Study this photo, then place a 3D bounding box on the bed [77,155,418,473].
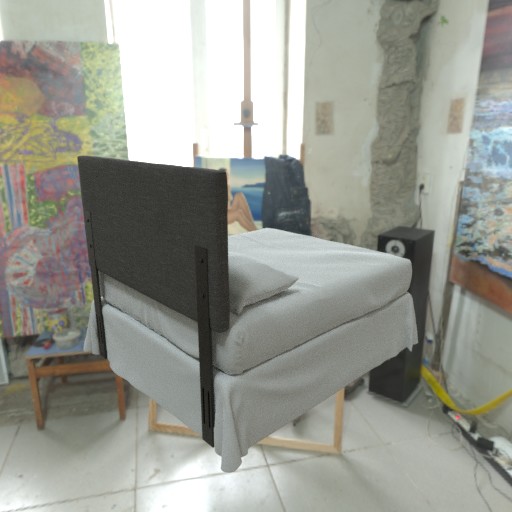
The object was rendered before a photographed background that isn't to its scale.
[{"bbox_3d":[0.000,0.000,3.522,2.222,1.577,1.936,-15,22,-41],"label":"bed"}]
